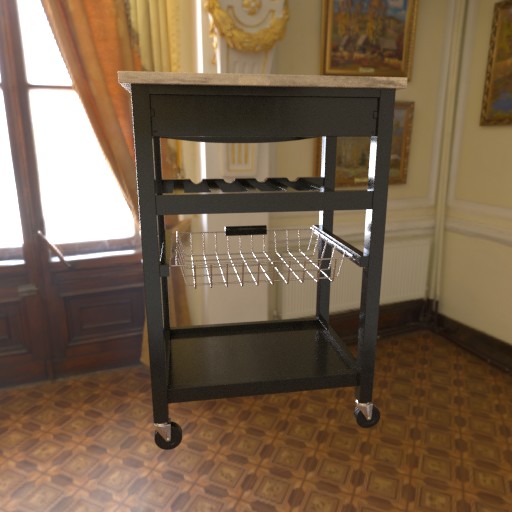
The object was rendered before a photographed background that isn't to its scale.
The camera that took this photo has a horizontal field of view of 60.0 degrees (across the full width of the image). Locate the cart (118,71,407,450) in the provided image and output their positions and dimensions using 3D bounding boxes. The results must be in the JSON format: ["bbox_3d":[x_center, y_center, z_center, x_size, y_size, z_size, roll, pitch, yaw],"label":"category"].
[{"bbox_3d":[0.000,0.000,1.165,0.584,0.839,0.403,-2,15,-9],"label":"cart"}]
